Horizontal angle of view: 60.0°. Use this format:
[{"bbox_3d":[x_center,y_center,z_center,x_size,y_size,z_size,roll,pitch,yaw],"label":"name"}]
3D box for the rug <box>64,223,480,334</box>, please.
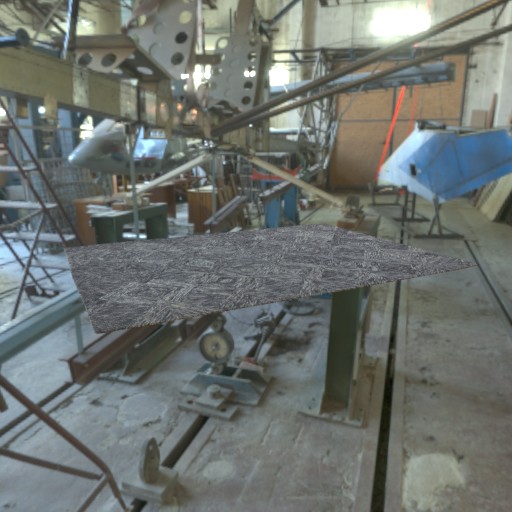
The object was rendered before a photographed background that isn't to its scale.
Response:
[{"bbox_3d":[0.000,0.000,5.309,4.093,0.020,2.997,-7,16,-26],"label":"rug"}]
